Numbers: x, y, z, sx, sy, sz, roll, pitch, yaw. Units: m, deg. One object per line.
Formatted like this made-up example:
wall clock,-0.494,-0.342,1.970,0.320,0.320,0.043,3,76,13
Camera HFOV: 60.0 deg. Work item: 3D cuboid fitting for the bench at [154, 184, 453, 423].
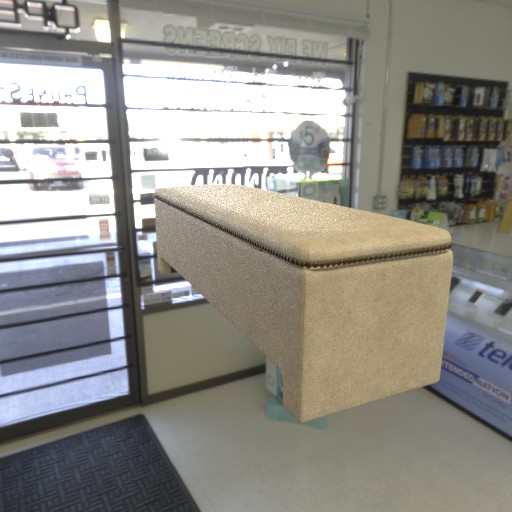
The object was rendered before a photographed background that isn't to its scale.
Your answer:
bench,0.000,0.000,1.741,0.470,0.447,1.482,-7,16,-24
